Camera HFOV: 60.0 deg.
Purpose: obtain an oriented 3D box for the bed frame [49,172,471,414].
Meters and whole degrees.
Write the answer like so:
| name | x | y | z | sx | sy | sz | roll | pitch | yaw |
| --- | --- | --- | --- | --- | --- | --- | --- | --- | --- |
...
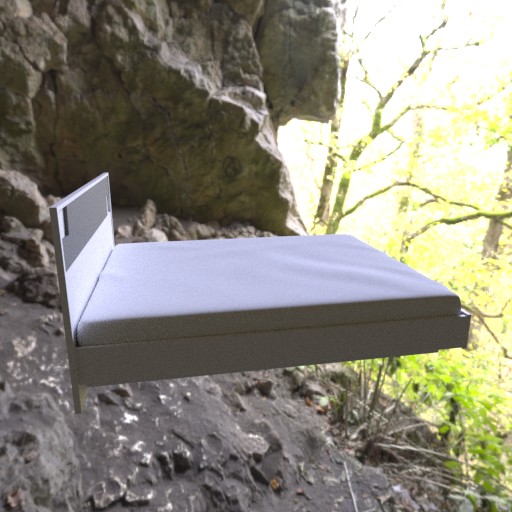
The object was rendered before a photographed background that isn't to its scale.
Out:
| name | x | y | z | sx | sy | sz | roll | pitch | yaw |
| --- | --- | --- | --- | --- | --- | --- | --- | --- | --- |
| bed frame | 0.000 | 0.000 | 2.996 | 2.100 | 1.001 | 1.711 | -3 | 16 | -10 |
